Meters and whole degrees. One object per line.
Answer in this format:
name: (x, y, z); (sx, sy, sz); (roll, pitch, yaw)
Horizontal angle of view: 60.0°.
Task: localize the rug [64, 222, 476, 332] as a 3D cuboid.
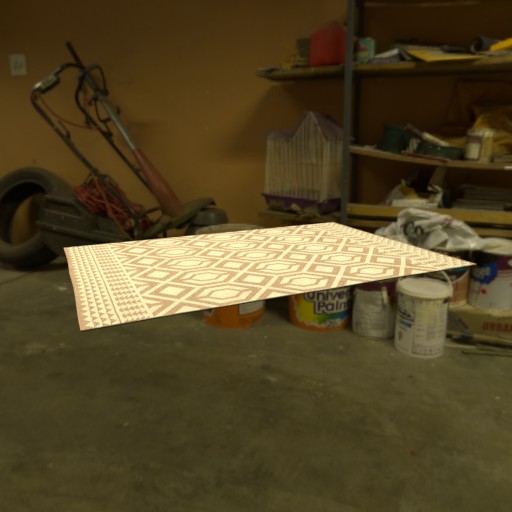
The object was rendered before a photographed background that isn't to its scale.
rug: (0.000, 0.000, 2.344); (1.829, 0.008, 1.219); (-7, 17, -24)
